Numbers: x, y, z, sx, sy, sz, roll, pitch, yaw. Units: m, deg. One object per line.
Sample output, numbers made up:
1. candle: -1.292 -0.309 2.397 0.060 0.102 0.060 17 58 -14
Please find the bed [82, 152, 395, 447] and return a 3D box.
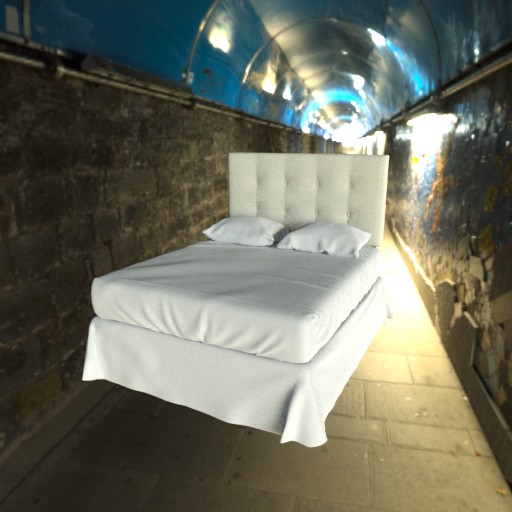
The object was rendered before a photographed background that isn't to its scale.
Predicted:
1. bed: 0.000 0.000 3.595 1.936 1.577 2.222 7 16 26
